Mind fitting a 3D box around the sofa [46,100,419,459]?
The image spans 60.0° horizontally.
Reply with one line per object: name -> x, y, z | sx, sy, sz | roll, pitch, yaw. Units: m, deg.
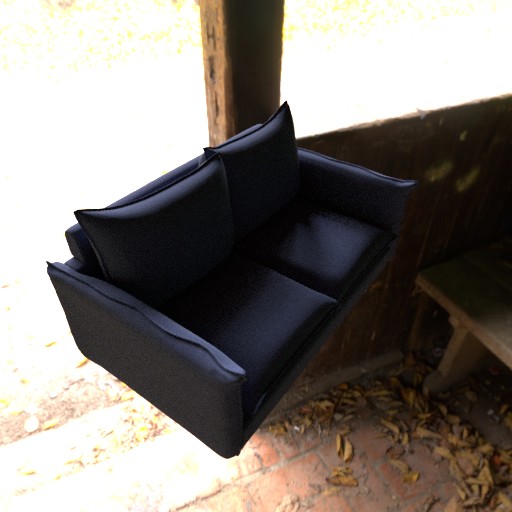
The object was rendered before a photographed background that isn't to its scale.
sofa -> 0.000, 0.000, 1.798 | 0.820, 0.840, 1.300 | 25, 45, 27
